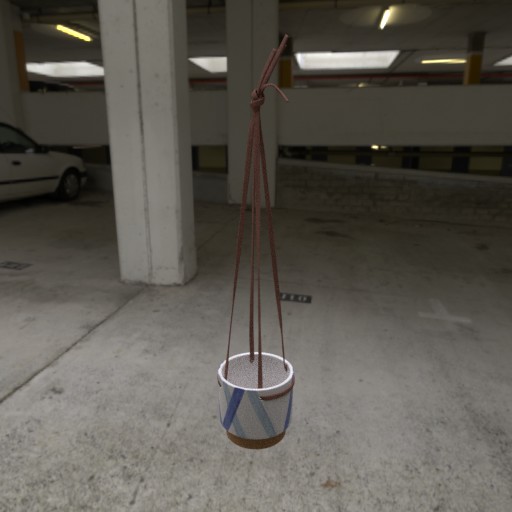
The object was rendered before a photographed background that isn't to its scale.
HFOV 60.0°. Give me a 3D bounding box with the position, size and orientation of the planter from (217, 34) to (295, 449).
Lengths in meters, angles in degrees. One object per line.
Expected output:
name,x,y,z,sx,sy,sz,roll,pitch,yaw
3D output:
planter,0.000,0.000,0.832,0.157,0.753,0.153,2,15,9
